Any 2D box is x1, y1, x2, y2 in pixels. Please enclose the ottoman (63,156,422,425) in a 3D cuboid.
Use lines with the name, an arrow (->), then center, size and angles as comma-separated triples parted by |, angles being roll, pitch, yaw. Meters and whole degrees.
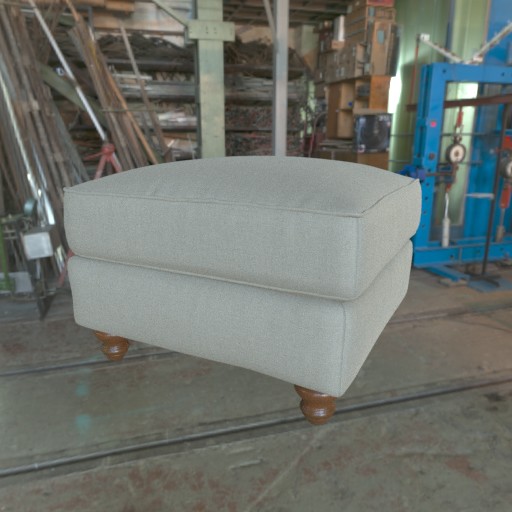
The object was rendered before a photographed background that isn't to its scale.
ottoman -> 0.000, 0.000, 1.151 | 0.716, 0.505, 0.662 | 8, 17, 27
